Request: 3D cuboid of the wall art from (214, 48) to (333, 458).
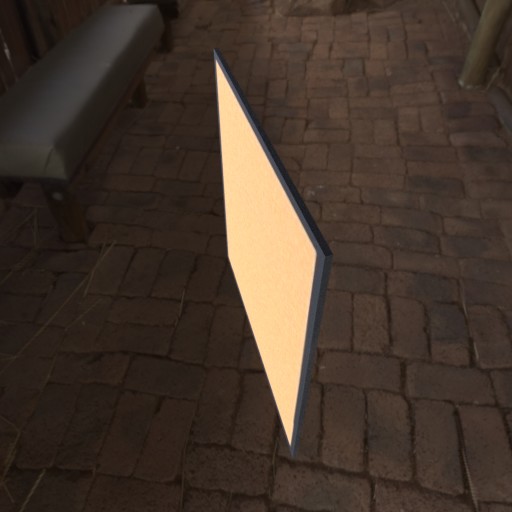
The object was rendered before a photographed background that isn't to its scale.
[{"bbox_3d":[0.000,0.000,1.238,0.013,0.823,0.823,-11,47,-11],"label":"wall art"}]
